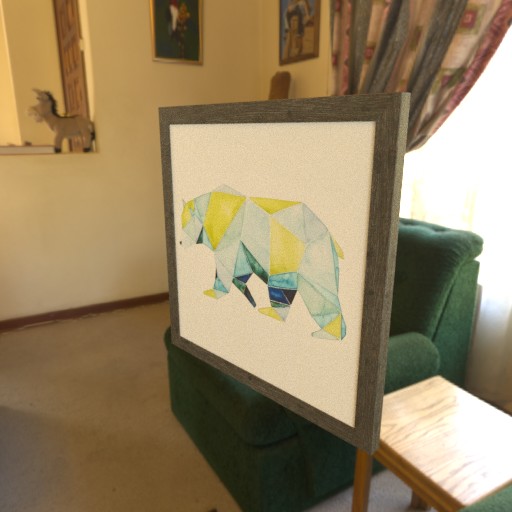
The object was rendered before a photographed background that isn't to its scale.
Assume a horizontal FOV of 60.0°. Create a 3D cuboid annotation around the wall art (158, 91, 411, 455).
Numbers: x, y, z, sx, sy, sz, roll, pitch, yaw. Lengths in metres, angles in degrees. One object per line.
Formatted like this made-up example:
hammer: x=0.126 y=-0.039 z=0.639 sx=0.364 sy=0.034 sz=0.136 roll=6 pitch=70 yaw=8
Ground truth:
wall art: x=0.000 y=0.000 z=0.698 sx=0.462 sy=0.459 sz=0.027 roll=15 pitch=22 yaw=43
